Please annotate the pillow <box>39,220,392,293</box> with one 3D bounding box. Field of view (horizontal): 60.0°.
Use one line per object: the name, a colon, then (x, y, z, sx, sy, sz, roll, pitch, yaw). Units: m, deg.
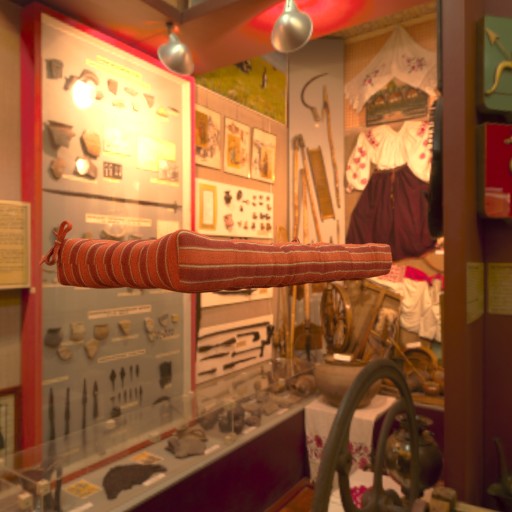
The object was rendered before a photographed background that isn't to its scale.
pillow: (0.000, 0.000, 1.406, 0.511, 0.174, 1.194, 0, 0, 36)
